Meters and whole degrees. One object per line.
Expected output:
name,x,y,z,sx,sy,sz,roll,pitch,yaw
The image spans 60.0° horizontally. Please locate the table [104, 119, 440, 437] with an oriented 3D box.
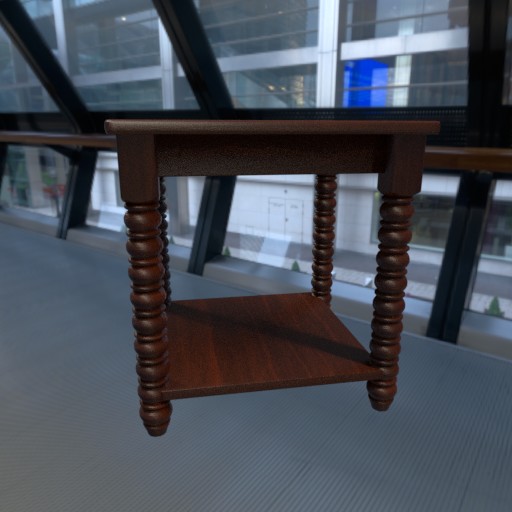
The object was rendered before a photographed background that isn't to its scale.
table,0.000,0.000,0.991,0.533,0.567,0.500,-3,16,-10
